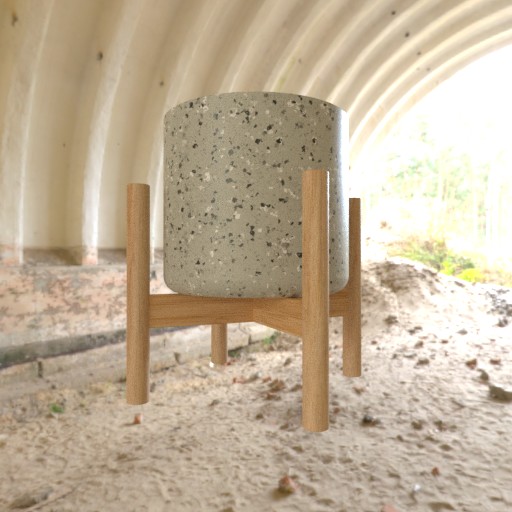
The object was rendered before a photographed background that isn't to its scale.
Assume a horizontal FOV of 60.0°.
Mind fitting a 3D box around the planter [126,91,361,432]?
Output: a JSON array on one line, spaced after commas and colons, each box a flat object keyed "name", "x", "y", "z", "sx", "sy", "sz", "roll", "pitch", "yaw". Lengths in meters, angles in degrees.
[{"name": "planter", "x": 0.000, "y": 0.000, "z": 0.542, "sx": 0.284, "sy": 0.320, "sz": 0.284, "roll": 0, "pitch": 0, "yaw": -1}]
